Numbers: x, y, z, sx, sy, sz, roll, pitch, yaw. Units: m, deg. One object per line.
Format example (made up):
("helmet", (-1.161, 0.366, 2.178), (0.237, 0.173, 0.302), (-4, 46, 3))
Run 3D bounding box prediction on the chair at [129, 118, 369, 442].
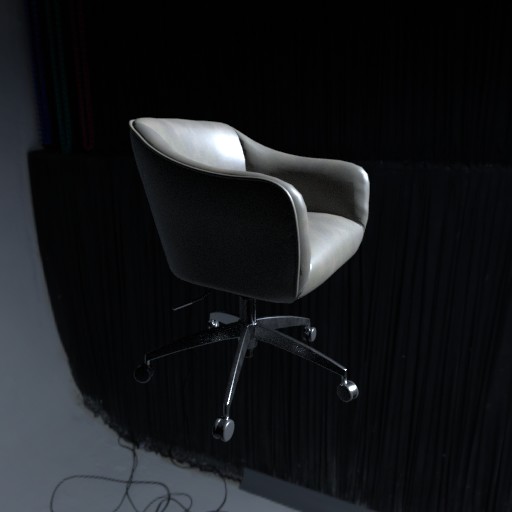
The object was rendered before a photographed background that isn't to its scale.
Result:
("chair", (0.000, 0.000, 1.382), (0.689, 0.827, 0.713), (7, 17, 25))
